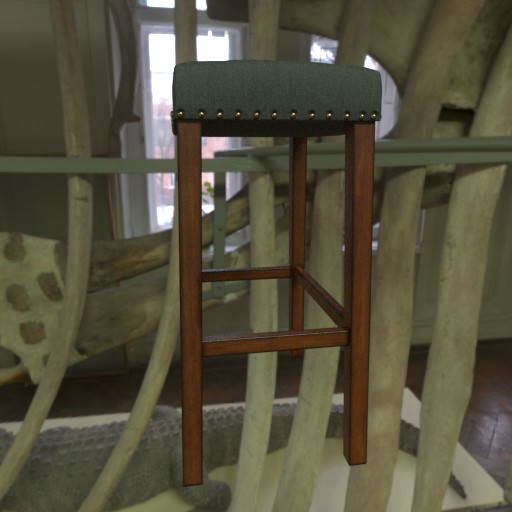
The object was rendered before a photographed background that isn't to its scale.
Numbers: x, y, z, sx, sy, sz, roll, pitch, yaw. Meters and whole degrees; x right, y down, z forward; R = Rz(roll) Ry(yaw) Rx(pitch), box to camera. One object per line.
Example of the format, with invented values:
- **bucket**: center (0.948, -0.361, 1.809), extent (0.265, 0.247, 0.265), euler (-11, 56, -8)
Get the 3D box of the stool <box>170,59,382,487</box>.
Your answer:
- **stool**: center (0.000, 0.000, 1.010), extent (0.366, 0.760, 0.502), euler (-2, 14, -10)
